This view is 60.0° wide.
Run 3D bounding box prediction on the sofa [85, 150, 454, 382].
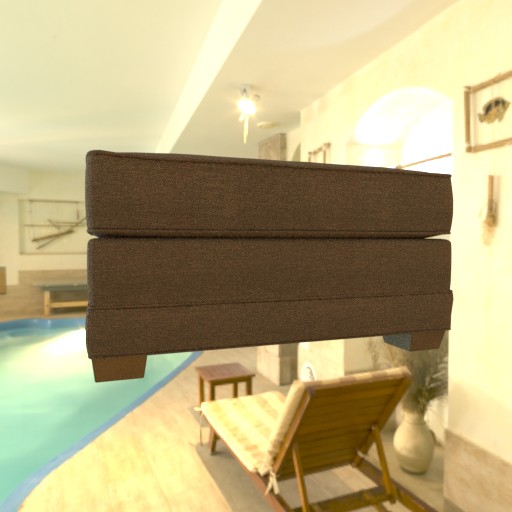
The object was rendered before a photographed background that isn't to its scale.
[{"bbox_3d":[0.000,0.000,1.204,0.854,0.457,0.578,-1,2,-19],"label":"sofa"}]
